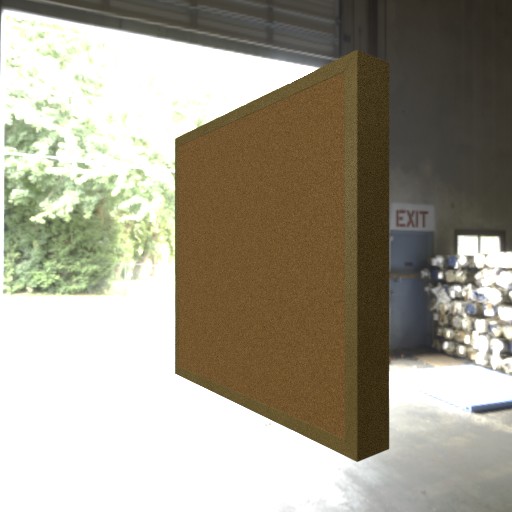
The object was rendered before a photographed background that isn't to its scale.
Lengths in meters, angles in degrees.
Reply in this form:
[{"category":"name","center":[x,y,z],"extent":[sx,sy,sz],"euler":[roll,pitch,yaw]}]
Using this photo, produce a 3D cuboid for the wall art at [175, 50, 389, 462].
[{"category":"wall art","center":[0.000,0.000,0.461],"extent":[0.038,0.305,0.305],"euler":[0,0,-36]}]
